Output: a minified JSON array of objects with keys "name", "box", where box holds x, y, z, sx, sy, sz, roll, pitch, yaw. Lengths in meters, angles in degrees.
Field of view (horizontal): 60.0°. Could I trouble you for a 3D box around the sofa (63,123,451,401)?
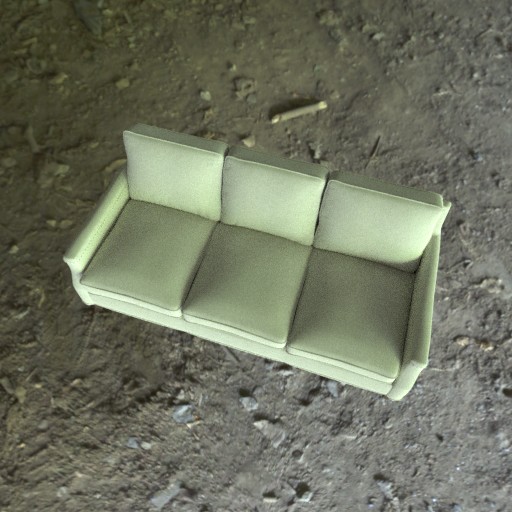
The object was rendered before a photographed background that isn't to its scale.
[{"name":"sofa","box":[0.000,0.000,2.904,2.246,1.003,1.084,15,60,9]}]
